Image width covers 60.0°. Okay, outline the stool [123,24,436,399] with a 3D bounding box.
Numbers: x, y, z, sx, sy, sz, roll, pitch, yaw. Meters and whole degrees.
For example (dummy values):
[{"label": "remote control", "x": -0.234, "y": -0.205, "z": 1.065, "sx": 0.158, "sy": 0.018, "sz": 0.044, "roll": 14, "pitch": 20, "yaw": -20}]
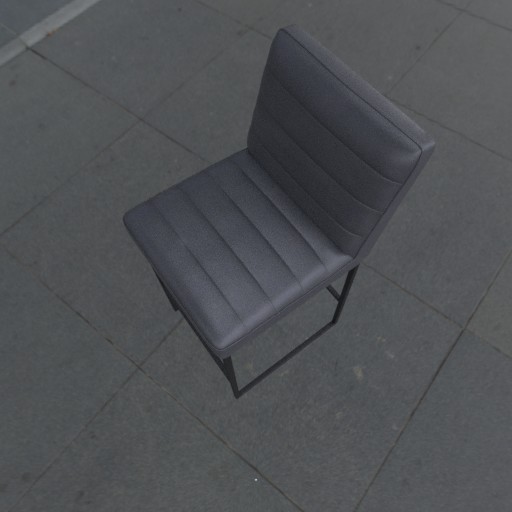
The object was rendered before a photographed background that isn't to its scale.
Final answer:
[{"label": "stool", "x": 0.000, "y": 0.000, "z": 1.303, "sx": 0.552, "sy": 1.040, "sz": 0.457, "roll": -34, "pitch": 68, "yaw": -16}]
